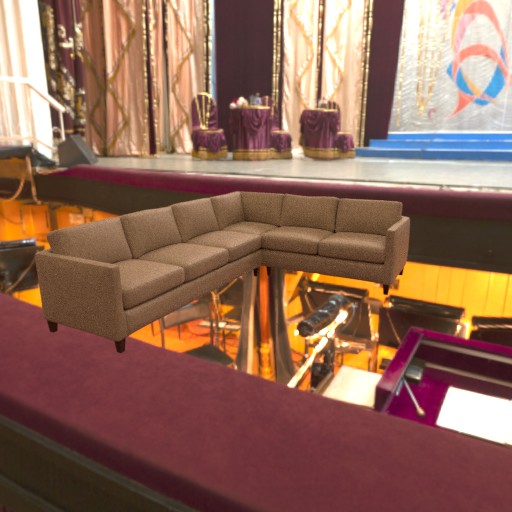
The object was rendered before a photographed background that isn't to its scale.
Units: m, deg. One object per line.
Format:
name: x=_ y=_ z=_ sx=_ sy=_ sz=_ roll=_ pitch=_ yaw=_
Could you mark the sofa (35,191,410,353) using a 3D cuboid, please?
sofa: x=0.000 y=0.000 z=4.595 sx=2.522 sy=0.934 sz=3.333 roll=8 pitch=17 yaw=27
